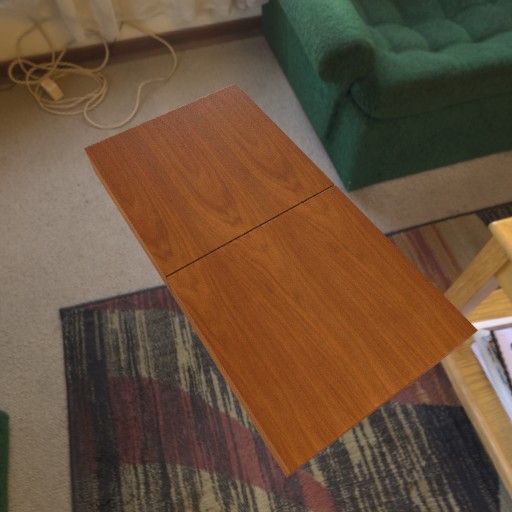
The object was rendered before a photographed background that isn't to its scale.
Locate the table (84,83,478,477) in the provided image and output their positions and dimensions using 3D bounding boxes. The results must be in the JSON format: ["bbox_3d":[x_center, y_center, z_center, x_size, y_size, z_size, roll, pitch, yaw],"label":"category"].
[{"bbox_3d":[0.000,0.000,1.477,0.610,0.330,1.194,-30,63,-17],"label":"table"}]
